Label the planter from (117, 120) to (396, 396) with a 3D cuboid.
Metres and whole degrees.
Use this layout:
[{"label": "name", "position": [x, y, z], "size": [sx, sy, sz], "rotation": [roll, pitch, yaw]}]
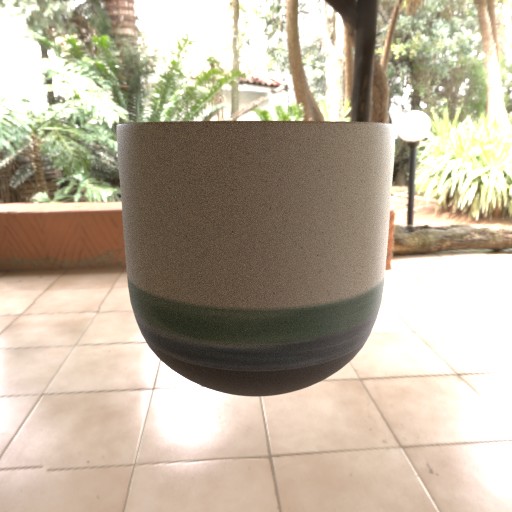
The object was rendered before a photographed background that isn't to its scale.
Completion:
[{"label": "planter", "position": [0.000, 0.000, 0.476], "size": [0.268, 0.270, 0.268], "rotation": [0, 15, 0]}]
